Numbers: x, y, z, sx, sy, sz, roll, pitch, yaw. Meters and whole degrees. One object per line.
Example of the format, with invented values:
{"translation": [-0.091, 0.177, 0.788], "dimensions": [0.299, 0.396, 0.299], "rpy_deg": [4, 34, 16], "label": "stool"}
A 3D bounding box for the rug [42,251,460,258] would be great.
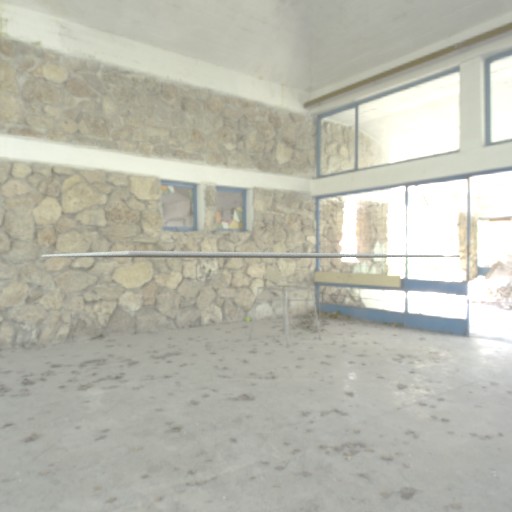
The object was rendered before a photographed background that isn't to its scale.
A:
{"translation": [0.000, 0.000, 2.318], "dimensions": [1.829, 0.013, 1.219], "rpy_deg": [0, -1, -37], "label": "rug"}
